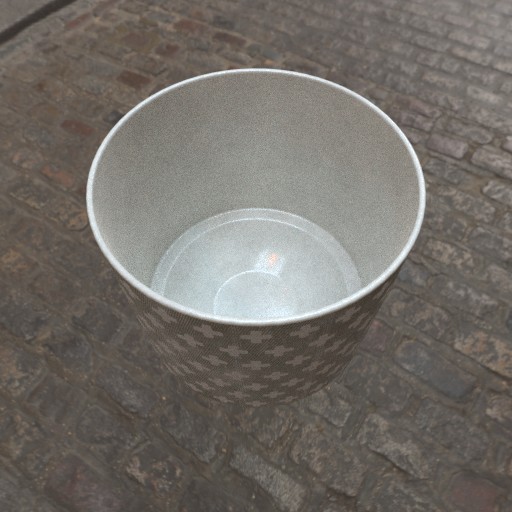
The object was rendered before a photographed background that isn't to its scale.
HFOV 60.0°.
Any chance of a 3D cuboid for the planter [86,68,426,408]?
[{"bbox_3d":[0.000,0.000,0.432,0.250,0.239,0.250,0,57,0],"label":"planter"}]
